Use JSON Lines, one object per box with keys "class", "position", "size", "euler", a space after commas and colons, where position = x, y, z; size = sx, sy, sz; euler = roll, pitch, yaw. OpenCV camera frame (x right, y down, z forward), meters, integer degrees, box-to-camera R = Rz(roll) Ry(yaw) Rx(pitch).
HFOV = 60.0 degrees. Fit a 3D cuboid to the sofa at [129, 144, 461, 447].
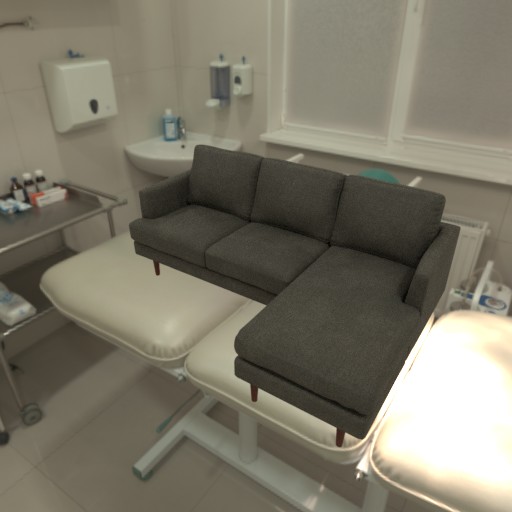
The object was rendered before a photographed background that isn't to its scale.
{"class": "sofa", "position": [0.000, 0.000, 2.995], "size": [2.233, 0.956, 1.504], "euler": [19, 35, 29]}
